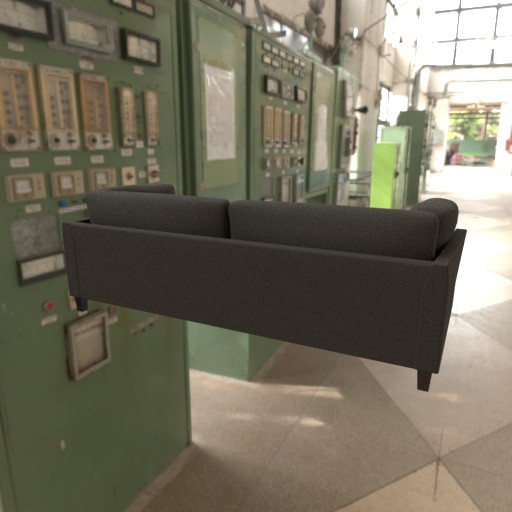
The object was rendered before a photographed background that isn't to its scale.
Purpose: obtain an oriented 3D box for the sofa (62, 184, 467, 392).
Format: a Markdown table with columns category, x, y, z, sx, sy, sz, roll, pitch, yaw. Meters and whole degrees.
| category | x | y | z | sx | sy | sz | roll | pitch | yaw |
| --- | --- | --- | --- | --- | --- | --- | --- | --- | --- |
| sofa | 0.000 | 0.000 | 2.752 | 2.312 | 0.792 | 0.969 | 7 | 16 | 26 |
